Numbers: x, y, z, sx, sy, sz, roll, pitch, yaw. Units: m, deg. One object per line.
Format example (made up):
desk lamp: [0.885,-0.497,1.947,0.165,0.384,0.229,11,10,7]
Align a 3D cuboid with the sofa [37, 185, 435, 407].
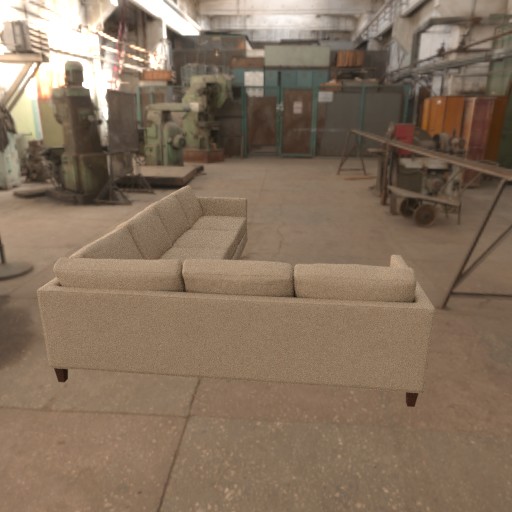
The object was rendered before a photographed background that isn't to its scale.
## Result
sofa: [0.000,0.000,4.198,2.432,0.863,3.182,2,18,6]
